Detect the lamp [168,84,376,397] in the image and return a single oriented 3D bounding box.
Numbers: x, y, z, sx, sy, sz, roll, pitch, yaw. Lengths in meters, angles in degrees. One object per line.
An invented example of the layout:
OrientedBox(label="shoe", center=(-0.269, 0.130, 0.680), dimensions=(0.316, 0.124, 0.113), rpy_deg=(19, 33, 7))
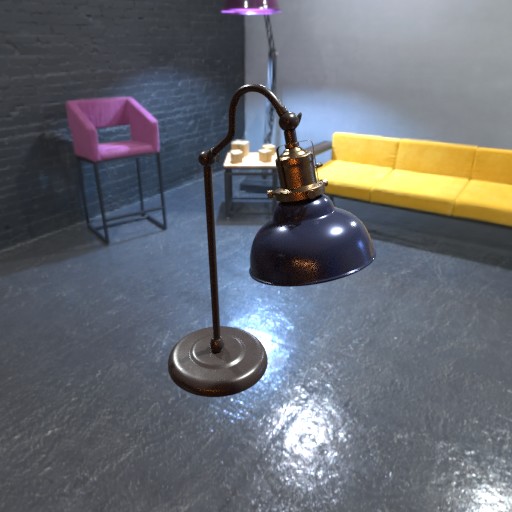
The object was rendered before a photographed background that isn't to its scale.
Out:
OrientedBox(label="lamp", center=(0.000, 0.000, 0.699), dimensions=(0.374, 0.508, 0.192), rpy_deg=(18, 31, 32))
